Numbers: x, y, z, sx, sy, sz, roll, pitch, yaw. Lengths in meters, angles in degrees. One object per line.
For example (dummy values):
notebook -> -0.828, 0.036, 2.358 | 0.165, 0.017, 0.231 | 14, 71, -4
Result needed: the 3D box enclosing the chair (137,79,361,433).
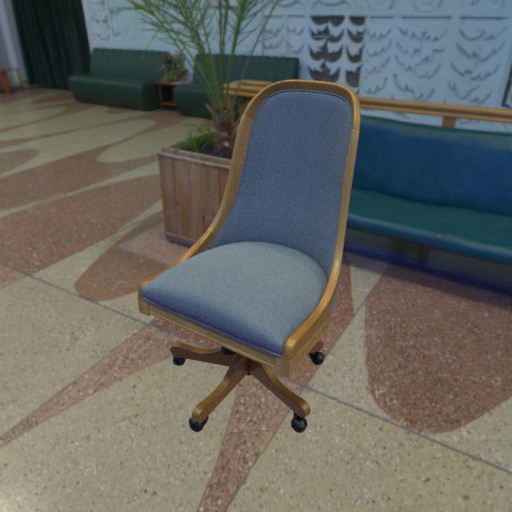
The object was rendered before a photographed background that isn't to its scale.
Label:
chair -> 0.000, 0.000, 1.490 | 0.605, 1.031, 0.735 | 17, 33, 28
